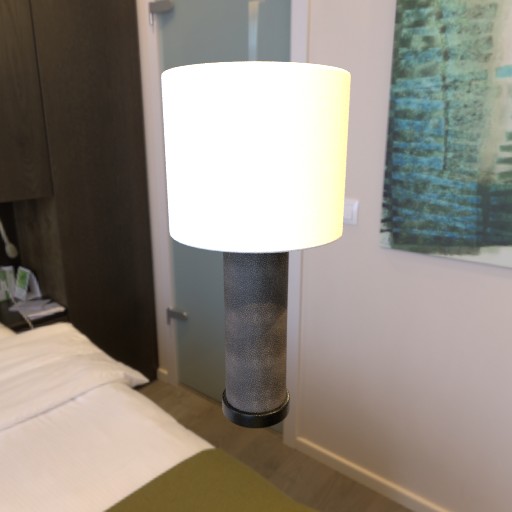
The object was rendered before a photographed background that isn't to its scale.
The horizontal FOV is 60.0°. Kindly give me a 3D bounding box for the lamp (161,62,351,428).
[{"bbox_3d":[0.000,0.000,0.810,0.305,0.634,0.305,2,16,9],"label":"lamp"}]
